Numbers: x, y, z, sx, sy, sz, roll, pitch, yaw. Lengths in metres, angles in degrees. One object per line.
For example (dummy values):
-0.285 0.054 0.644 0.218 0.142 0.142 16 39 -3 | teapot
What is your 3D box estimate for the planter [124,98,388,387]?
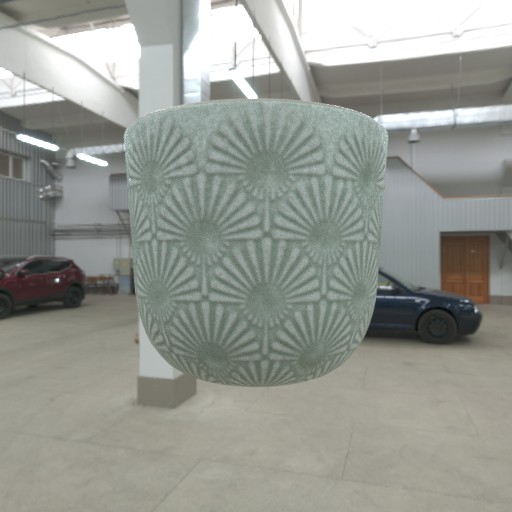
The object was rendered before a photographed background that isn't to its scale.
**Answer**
0.000 0.000 0.296 0.170 0.152 0.170 0 0 0 | planter
